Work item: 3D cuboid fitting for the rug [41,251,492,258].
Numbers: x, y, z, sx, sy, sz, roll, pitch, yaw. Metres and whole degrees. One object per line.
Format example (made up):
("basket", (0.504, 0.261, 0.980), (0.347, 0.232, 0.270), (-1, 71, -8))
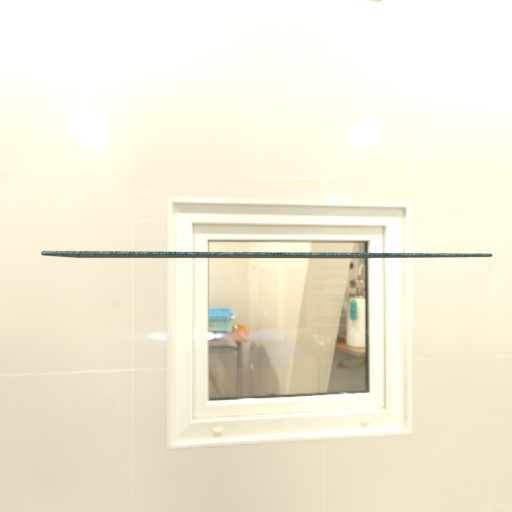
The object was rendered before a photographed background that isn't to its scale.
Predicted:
("rug", (0.000, 0.000, 2.281), (1.829, 0.016, 1.219), (0, -1, -17))
